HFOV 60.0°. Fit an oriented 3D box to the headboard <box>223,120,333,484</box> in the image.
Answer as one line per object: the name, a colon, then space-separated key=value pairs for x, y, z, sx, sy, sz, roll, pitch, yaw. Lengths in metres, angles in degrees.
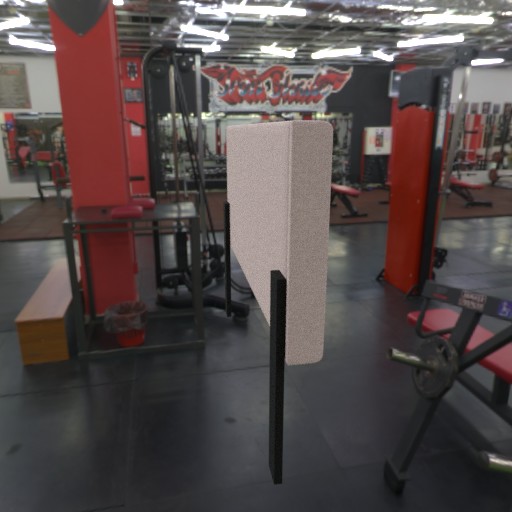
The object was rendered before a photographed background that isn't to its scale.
headboard: x=0.000 y=0.000 z=2.675 sx=0.184 sy=1.524 sz=2.051 roll=-3 pitch=16 yaw=-10
